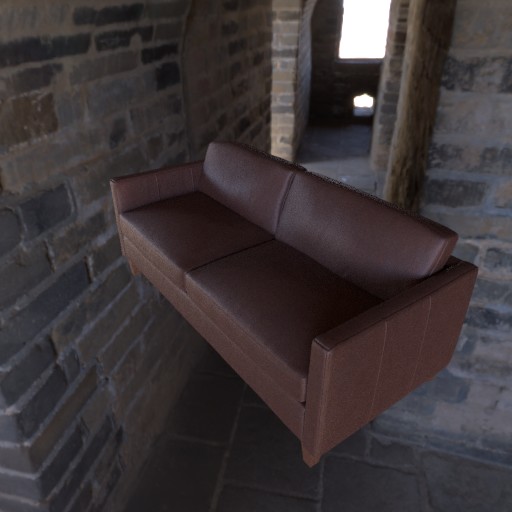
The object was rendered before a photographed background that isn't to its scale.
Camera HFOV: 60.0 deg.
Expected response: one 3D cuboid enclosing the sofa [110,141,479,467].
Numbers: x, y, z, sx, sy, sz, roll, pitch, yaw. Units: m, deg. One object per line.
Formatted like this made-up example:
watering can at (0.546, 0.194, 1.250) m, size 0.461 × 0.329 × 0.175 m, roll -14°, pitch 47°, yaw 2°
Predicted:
sofa at (0.000, 0.000, 2.422) m, size 0.923 × 0.863 × 1.971 m, roll -20°, pitch 36°, yaw -31°
